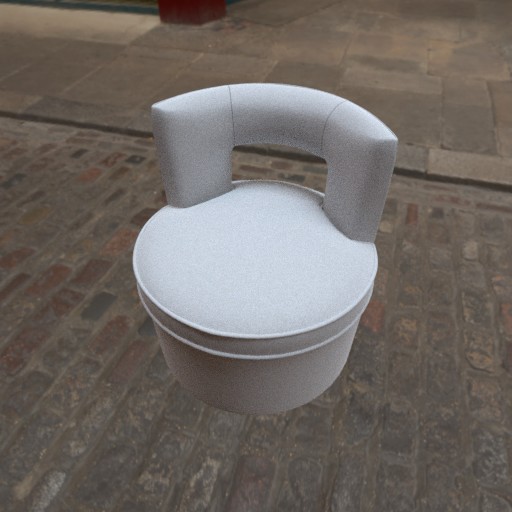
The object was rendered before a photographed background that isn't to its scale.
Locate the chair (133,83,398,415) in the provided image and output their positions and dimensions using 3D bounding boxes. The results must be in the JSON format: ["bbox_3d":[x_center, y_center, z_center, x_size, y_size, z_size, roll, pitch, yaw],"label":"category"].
[{"bbox_3d":[0.000,0.000,1.229,0.650,0.723,0.665,12,44,12],"label":"chair"}]
